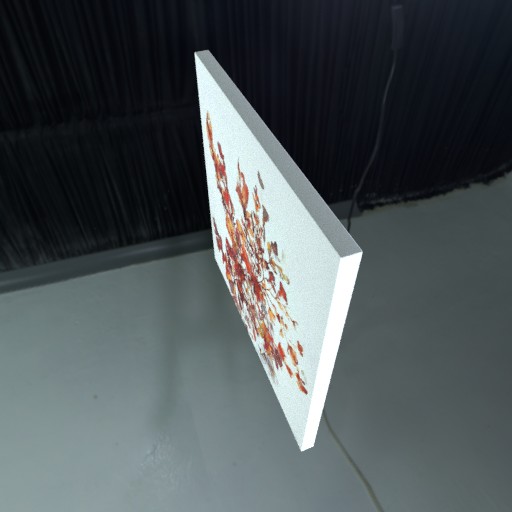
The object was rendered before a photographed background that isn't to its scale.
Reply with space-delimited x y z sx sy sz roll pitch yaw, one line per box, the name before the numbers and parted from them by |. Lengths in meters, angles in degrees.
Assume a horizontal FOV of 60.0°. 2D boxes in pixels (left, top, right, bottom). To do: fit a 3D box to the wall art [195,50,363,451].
wall art | 0.000 0.000 1.533 0.049 1.009 1.009 -16 49 -14
